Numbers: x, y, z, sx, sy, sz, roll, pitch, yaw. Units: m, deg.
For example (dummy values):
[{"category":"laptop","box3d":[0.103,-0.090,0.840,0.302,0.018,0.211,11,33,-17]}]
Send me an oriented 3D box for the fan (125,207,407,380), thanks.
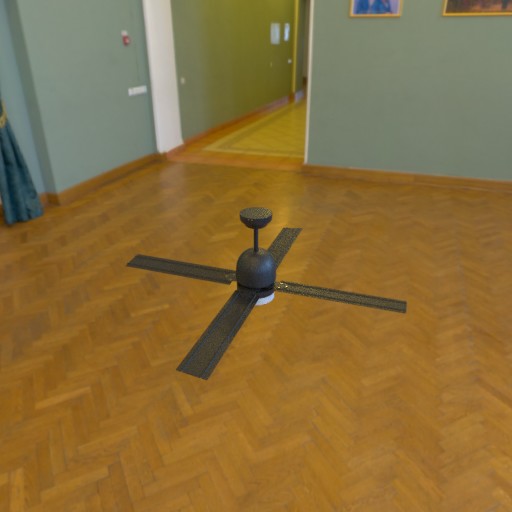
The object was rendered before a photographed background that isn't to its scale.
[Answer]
[{"category":"fan","box3d":[0.000,0.000,1.967,1.319,0.410,1.319,8,28,16]}]
